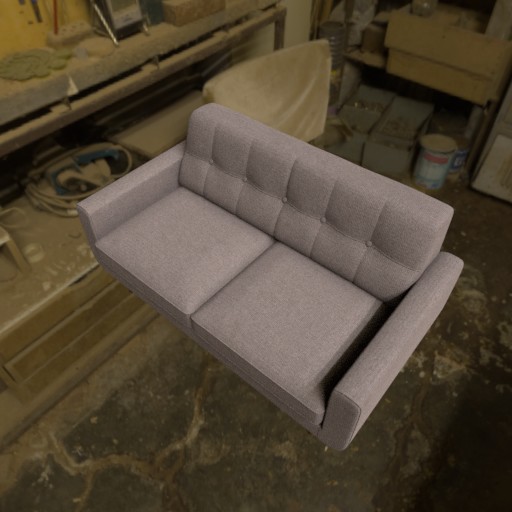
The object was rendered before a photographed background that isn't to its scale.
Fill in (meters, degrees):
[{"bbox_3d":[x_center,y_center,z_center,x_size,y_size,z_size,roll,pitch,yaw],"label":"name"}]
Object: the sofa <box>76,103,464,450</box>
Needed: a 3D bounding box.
[{"bbox_3d":[0.000,0.000,2.153,1.631,0.841,0.909,32,54,26],"label":"sofa"}]
